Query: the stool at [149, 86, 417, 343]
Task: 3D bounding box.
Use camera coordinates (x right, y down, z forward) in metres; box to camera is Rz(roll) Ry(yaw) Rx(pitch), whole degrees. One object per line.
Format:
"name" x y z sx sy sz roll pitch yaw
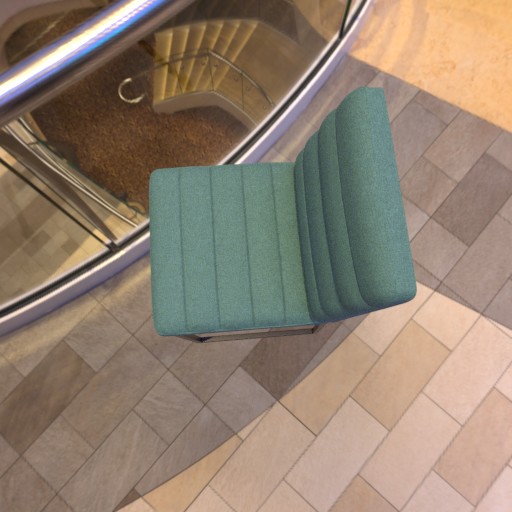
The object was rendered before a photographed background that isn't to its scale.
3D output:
"stool" 0.000 0.000 1.346 0.560 1.040 0.460 -4 77 -1
